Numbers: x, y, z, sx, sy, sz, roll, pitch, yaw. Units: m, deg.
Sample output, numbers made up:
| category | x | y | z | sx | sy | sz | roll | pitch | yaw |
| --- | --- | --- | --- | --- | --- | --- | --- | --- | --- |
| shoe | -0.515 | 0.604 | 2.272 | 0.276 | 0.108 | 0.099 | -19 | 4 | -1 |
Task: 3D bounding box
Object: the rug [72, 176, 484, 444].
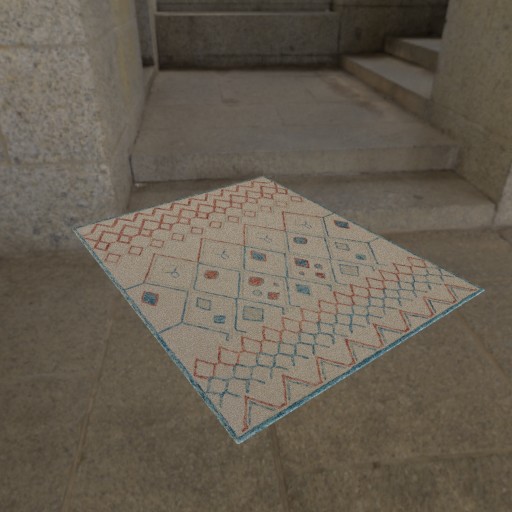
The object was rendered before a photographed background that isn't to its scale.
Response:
| category | x | y | z | sx | sy | sz | roll | pitch | yaw |
| --- | --- | --- | --- | --- | --- | --- | --- | --- | --- |
| rug | 0.000 | 0.000 | 4.085 | 2.441 | 0.016 | 3.050 | -21 | 38 | -30 |
